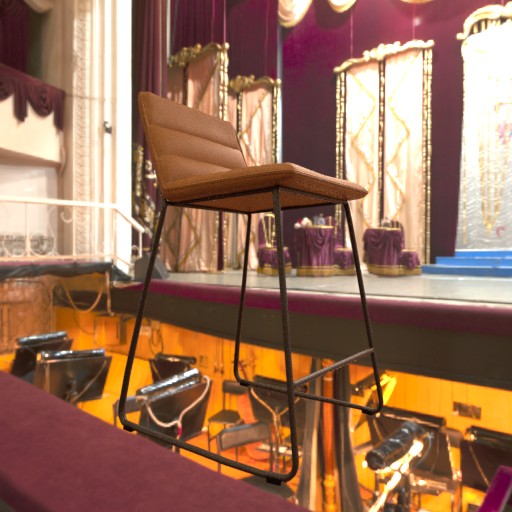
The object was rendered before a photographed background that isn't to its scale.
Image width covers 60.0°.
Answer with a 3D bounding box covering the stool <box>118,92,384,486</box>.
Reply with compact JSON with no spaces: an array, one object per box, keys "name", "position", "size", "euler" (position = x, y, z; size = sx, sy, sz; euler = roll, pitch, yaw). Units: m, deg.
[{"name":"stool","position":[0.000,0.000,1.160],"size":[0.524,0.866,0.489],"euler":[0,0,37]}]
